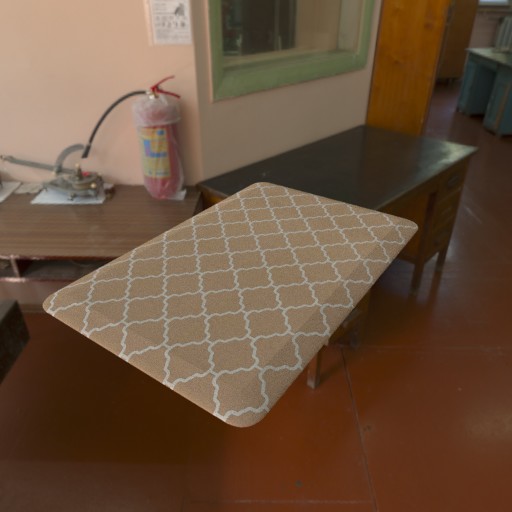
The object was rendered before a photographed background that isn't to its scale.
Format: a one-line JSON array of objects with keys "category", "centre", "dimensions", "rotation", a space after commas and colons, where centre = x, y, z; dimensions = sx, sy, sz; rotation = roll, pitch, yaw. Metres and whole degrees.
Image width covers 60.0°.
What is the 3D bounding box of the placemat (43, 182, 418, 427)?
[{"category": "placemat", "centre": [0.000, 0.000, 0.991], "dimensions": [0.508, 0.021, 0.762], "rotation": [20, 37, 29]}]
